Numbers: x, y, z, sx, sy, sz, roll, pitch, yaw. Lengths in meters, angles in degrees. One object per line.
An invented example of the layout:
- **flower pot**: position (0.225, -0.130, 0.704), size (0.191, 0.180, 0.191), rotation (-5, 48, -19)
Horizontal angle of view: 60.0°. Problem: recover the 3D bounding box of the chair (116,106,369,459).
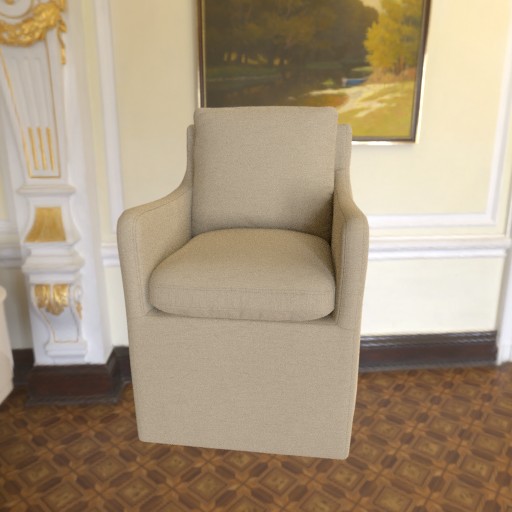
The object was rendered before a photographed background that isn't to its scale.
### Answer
- **chair**: position (0.000, 0.000, 1.378), size (0.626, 0.914, 0.694), rotation (2, 15, 7)
